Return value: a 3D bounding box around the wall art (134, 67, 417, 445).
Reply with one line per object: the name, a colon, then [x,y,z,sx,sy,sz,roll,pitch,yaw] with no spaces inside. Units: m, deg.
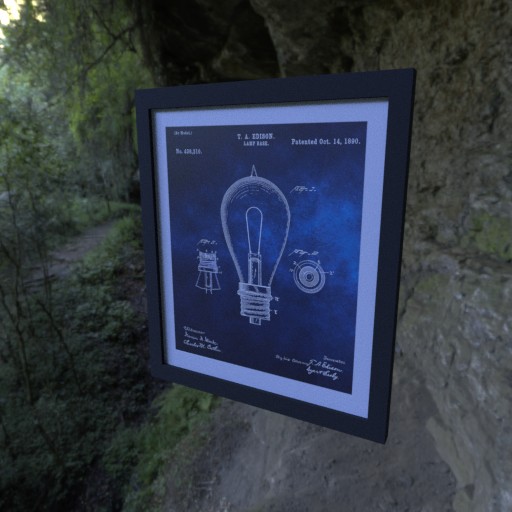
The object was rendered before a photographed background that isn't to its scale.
wall art: [0.000,0.000,0.682,0.428,0.505,0.023,7,15,27]
